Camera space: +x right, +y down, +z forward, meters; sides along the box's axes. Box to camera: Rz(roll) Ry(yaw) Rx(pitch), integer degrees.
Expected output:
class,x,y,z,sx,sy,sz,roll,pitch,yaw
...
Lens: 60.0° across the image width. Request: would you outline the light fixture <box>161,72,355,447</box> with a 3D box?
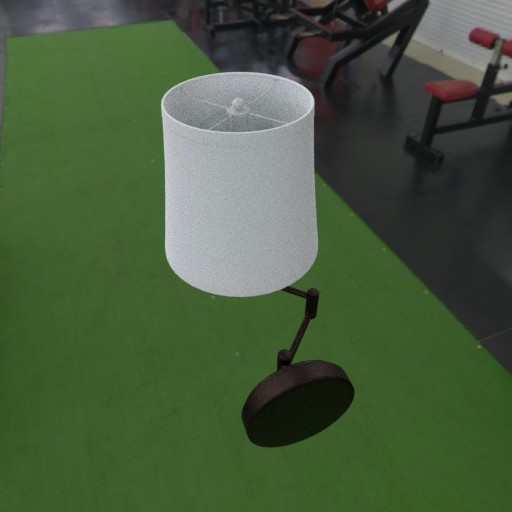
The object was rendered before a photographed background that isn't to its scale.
class,x,y,z,sx,sy,sz,roll,pitch,yaw
light fixture,0.000,0.000,0.267,0.100,0.172,0.157,-13,43,-14
